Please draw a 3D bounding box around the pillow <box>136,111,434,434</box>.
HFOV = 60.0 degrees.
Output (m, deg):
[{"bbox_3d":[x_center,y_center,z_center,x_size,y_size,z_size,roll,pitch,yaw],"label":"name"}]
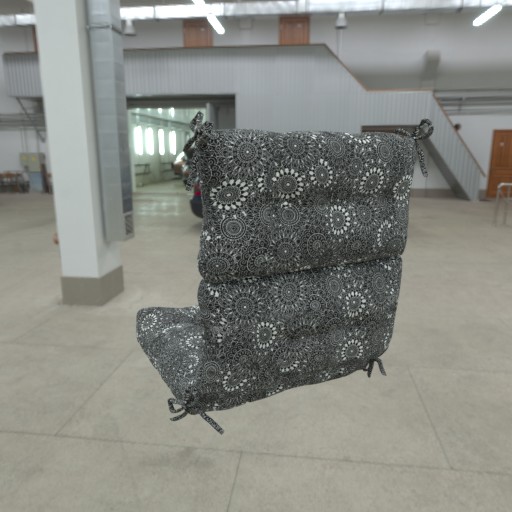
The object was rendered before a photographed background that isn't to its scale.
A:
[{"bbox_3d":[0.000,0.000,1.042,0.519,0.605,0.571,-7,15,-27],"label":"pillow"}]
